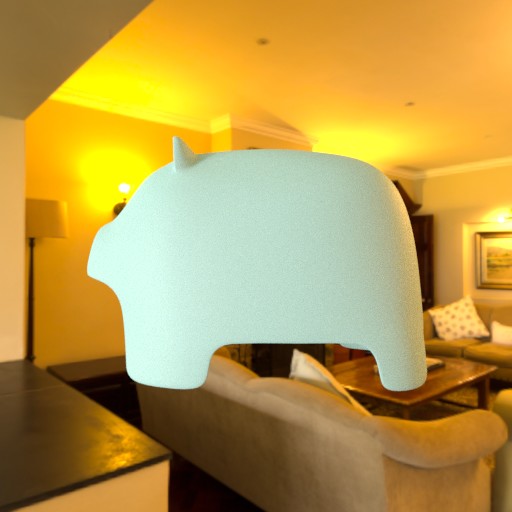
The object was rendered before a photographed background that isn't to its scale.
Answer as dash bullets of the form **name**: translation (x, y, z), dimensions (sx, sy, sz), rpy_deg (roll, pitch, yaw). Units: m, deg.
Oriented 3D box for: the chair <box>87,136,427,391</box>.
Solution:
- **chair**: translation (0.000, 0.000, 0.858), dimensions (0.619, 0.423, 0.364), rpy_deg (0, -1, 0)
